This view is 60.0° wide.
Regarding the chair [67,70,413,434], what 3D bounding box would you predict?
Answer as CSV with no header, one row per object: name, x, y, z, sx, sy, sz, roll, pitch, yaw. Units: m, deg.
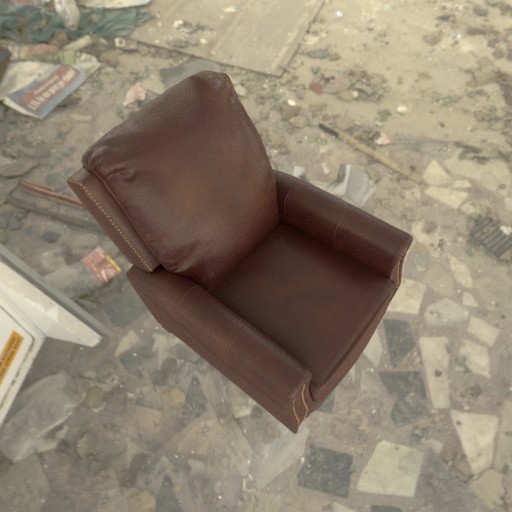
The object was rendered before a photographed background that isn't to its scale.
chair,0.000,0.000,1.803,1.089,1.022,0.826,35,64,20
